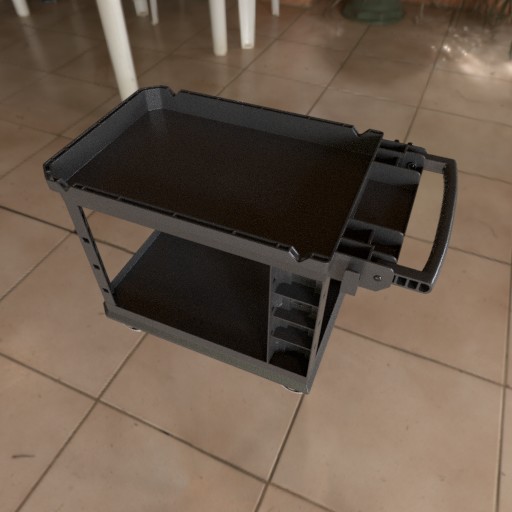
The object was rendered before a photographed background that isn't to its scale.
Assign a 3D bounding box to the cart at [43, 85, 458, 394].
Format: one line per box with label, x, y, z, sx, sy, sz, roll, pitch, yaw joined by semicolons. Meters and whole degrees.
cart;0.000;0.000;1.740;1.239;0.884;0.674;17;49;15
